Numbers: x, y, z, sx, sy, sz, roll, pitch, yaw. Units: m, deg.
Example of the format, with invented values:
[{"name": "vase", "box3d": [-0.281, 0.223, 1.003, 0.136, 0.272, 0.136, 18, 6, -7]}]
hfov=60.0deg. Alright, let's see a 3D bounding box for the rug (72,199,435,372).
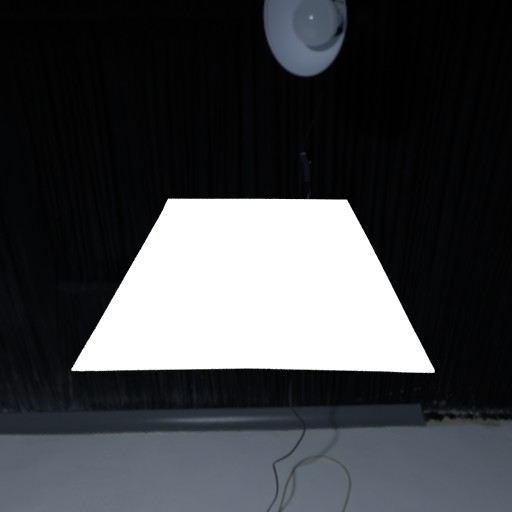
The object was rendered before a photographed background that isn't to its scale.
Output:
[{"name": "rug", "box3d": [0.000, 0.000, 3.747, 2.032, 0.038, 2.869, 0, 27, 1]}]
